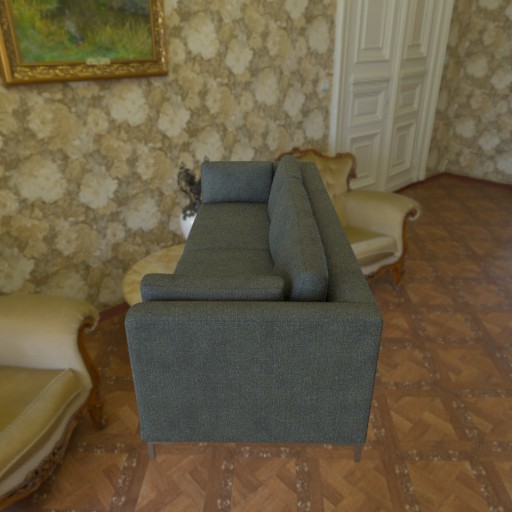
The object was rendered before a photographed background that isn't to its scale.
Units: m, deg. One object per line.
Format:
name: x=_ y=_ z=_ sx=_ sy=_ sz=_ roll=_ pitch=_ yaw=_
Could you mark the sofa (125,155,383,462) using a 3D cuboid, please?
sofa: x=0.000 y=0.000 z=2.838 sx=0.969 sy=0.867 sz=2.415 roll=0 pitch=25 yaw=1
